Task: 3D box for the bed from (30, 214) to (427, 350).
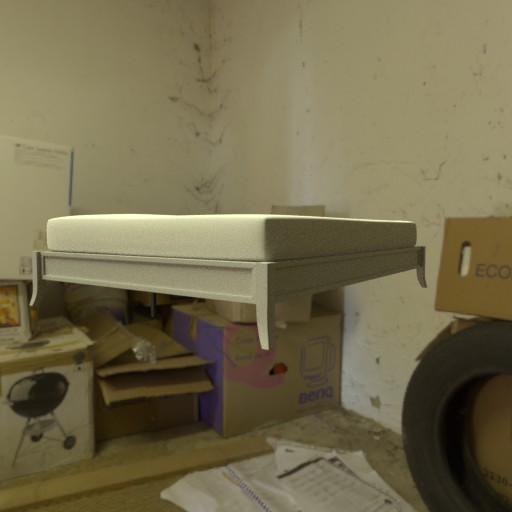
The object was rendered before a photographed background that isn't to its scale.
[{"bbox_3d":[0.000,0.000,2.851,1.604,0.510,2.108,2,4,35],"label":"bed"}]
